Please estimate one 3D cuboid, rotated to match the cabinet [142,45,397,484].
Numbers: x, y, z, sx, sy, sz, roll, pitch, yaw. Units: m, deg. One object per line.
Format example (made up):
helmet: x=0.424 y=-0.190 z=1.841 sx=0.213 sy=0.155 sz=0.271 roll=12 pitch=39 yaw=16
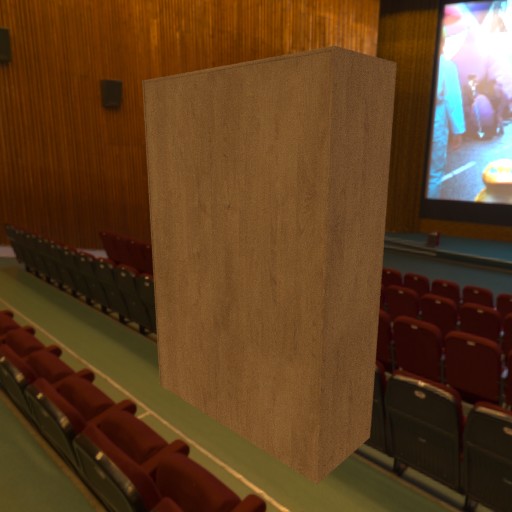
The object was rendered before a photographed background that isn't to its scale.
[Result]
cabinet: x=0.000 y=0.000 z=2.474 sx=1.290 sy=1.910 sz=0.510 roll=13 pitch=19 yaw=42
